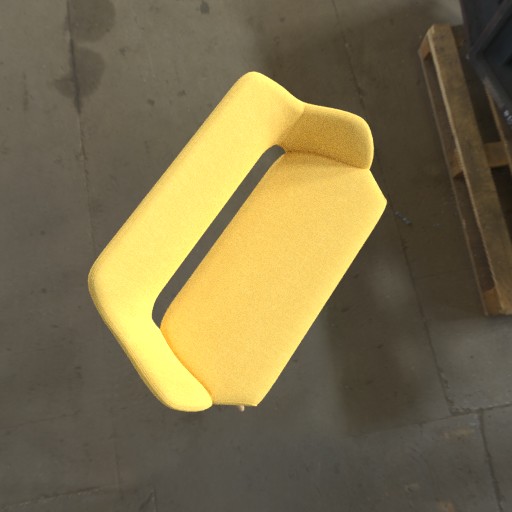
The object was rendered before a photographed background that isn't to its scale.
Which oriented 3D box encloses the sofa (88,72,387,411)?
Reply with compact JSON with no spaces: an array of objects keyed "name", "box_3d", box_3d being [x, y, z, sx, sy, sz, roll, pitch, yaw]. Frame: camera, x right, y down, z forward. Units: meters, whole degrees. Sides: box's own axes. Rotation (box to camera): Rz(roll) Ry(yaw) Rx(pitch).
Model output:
[{"name":"sofa","box_3d":[0.000,0.000,1.646,0.610,0.840,1.150,33,78,8]}]
